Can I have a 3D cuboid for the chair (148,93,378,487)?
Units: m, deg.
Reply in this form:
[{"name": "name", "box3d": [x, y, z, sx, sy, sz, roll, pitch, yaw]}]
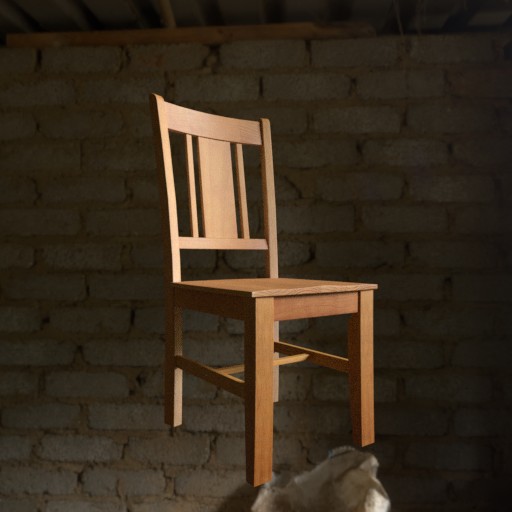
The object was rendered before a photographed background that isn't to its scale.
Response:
[{"name": "chair", "box3d": [0.000, 0.000, 1.288, 0.450, 0.998, 0.556, 0, 0, -36]}]
